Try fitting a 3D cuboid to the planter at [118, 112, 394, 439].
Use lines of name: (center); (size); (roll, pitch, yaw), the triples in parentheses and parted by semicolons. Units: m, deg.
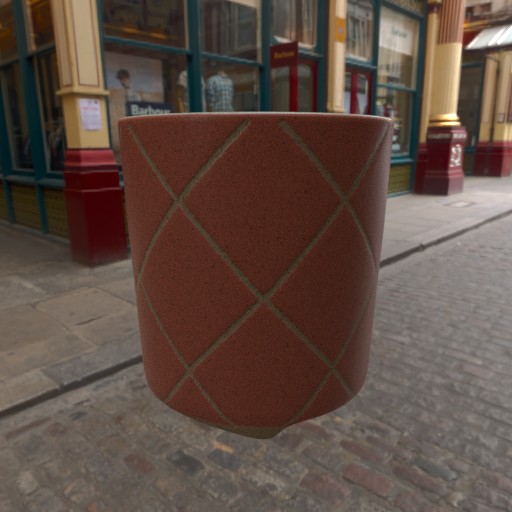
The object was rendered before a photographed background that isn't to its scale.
planter: (0.000, 0.000, 0.343); (0.191, 0.200, 0.191); (0, 14, 0)
